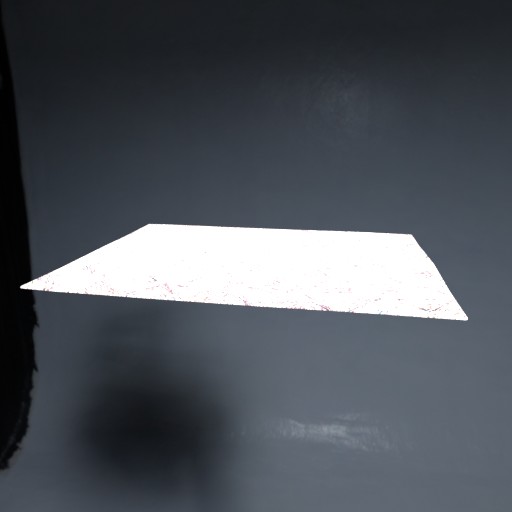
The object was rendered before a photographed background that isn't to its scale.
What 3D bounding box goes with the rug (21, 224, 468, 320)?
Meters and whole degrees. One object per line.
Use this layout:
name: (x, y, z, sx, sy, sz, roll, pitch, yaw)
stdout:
rug: (0.000, 0.000, 4.235, 3.226, 0.024, 2.436, 3, 16, 10)
